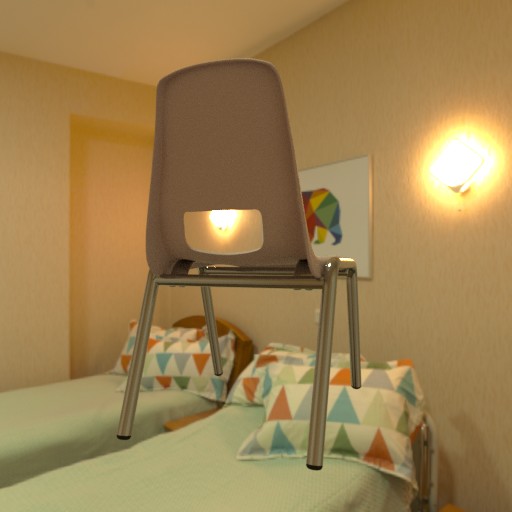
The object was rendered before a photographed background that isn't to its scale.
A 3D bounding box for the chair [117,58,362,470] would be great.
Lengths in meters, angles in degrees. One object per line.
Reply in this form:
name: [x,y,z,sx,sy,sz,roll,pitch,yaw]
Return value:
chair: [0.000,0.000,0.845,0.354,0.586,0.423,0,0,19]
